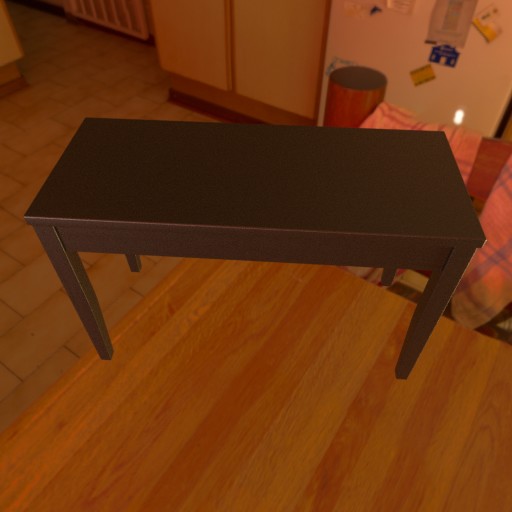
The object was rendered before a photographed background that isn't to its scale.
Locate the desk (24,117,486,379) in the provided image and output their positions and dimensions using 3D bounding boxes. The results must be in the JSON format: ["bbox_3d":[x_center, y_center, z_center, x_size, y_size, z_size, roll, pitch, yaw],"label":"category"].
[{"bbox_3d":[0.000,0.000,1.616,1.220,0.775,0.508,3,48,3],"label":"desk"}]
